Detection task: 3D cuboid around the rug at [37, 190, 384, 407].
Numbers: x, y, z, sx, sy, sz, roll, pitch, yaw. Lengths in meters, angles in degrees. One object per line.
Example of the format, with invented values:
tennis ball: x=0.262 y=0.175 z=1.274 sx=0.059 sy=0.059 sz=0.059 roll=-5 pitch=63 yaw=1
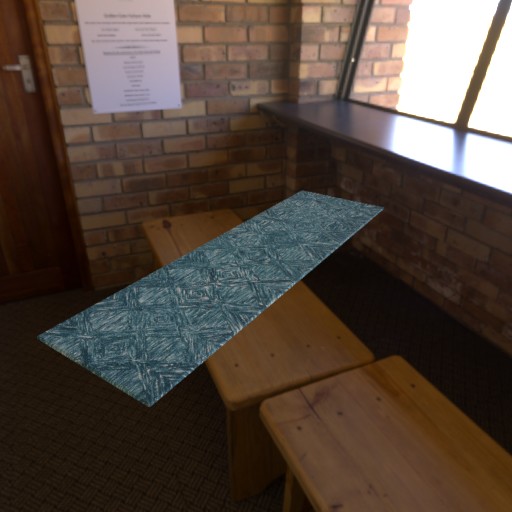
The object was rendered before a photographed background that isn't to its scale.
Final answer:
rug: x=0.000 y=0.000 z=2.535 sx=0.676 sy=0.016 sz=2.286 roll=17 pitch=32 yaw=30
